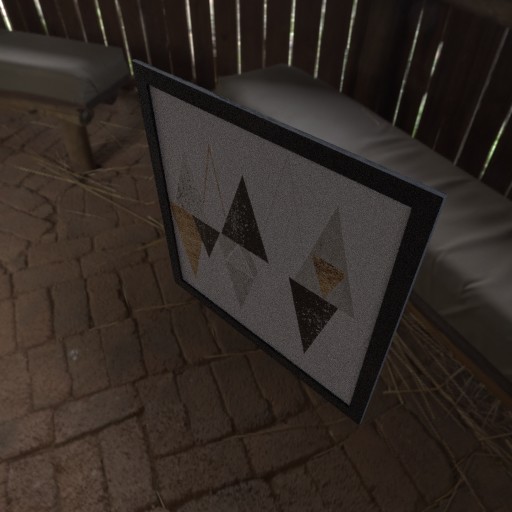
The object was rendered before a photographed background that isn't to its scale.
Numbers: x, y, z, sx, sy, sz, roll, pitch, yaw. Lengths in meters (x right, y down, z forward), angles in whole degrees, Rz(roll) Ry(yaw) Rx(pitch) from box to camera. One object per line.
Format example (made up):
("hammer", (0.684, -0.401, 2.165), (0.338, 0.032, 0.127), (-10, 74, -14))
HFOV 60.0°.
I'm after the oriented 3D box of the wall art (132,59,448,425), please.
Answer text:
("wall art", (0.000, 0.000, 1.196), (0.823, 0.823, 0.013), (33, 53, 29))
